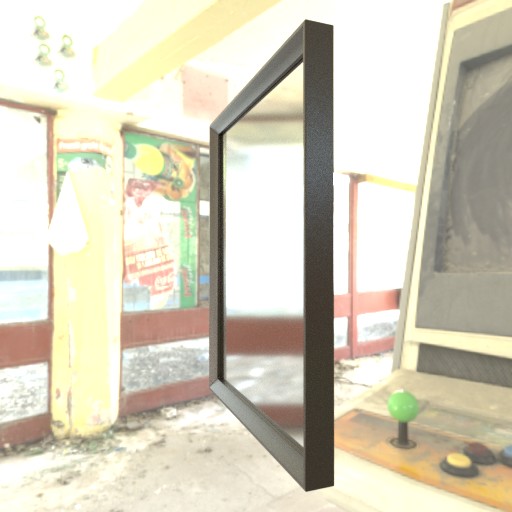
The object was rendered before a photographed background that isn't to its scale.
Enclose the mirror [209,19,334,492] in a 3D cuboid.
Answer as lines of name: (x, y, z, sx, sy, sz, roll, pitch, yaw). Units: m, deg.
mirror: (0.000, 0.000, 0.673, 0.041, 0.509, 0.406, 0, 0, -21)
